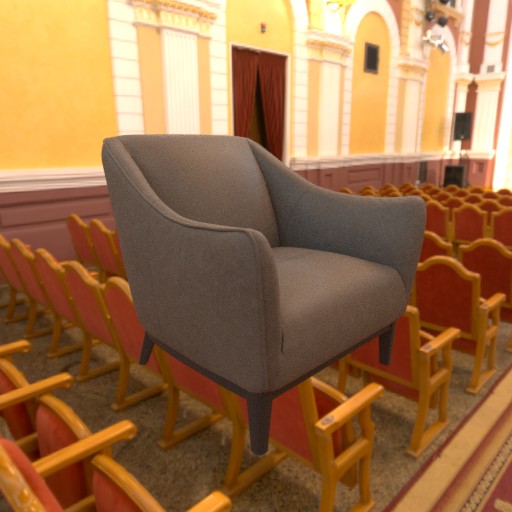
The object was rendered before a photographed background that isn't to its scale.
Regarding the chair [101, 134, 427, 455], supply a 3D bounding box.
[{"bbox_3d":[0.000,0.000,1.553,0.852,0.830,0.871,14,20,43],"label":"chair"}]
